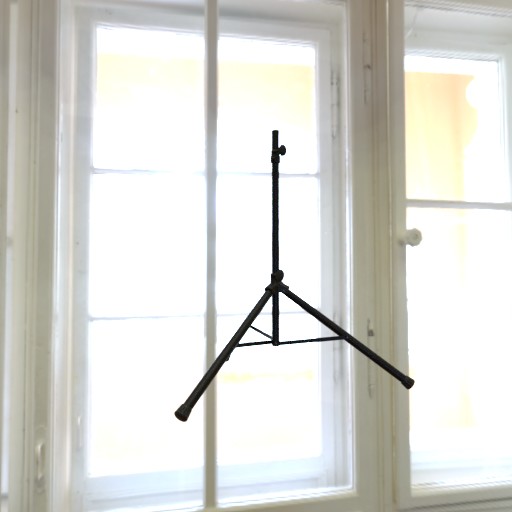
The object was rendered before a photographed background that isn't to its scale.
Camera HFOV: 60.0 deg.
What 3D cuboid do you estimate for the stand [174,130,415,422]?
[{"bbox_3d":[0.000,0.000,1.855,1.045,1.136,0.907,-1,-2,36],"label":"stand"}]
